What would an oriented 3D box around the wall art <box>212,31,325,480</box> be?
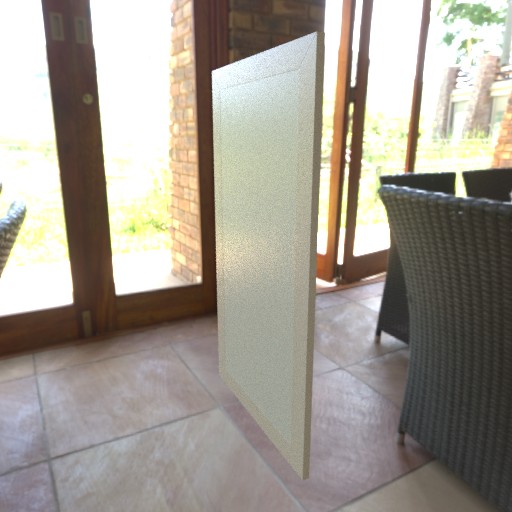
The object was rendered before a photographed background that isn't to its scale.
[{"bbox_3d":[0.000,0.000,0.819,0.013,0.683,0.380,-7,16,-25],"label":"wall art"}]
